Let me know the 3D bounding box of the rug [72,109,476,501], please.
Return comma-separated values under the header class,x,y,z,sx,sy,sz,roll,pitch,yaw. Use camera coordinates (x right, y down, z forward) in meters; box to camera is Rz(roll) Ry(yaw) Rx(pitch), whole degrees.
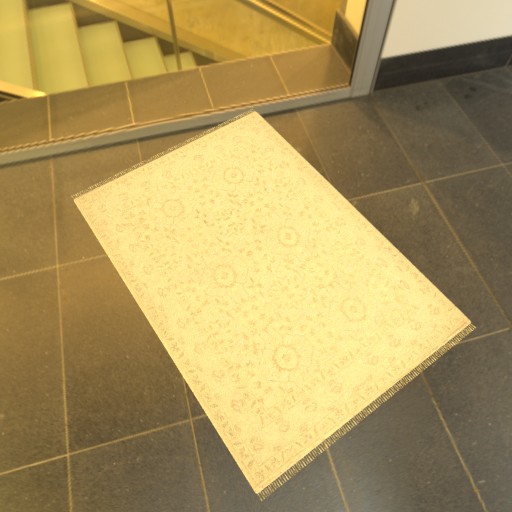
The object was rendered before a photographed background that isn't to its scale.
class,x,y,z,sx,sy,sz,roll,pitch,yaw
rug,0.000,0.000,2.778,1.514,0.011,2.233,-31,64,-17
